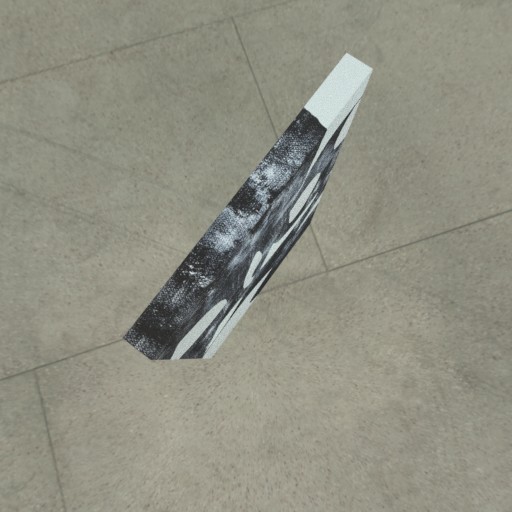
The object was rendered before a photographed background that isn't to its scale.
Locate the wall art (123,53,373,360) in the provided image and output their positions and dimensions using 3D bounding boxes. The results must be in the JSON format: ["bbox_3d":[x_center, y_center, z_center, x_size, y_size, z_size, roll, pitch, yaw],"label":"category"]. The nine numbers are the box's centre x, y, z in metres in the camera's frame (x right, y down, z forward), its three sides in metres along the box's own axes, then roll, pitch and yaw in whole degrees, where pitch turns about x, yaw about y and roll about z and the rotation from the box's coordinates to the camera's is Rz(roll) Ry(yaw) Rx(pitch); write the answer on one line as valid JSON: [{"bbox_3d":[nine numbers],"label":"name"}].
[{"bbox_3d":[0.000,0.000,0.776,0.039,0.610,0.407,35,80,8],"label":"wall art"}]
